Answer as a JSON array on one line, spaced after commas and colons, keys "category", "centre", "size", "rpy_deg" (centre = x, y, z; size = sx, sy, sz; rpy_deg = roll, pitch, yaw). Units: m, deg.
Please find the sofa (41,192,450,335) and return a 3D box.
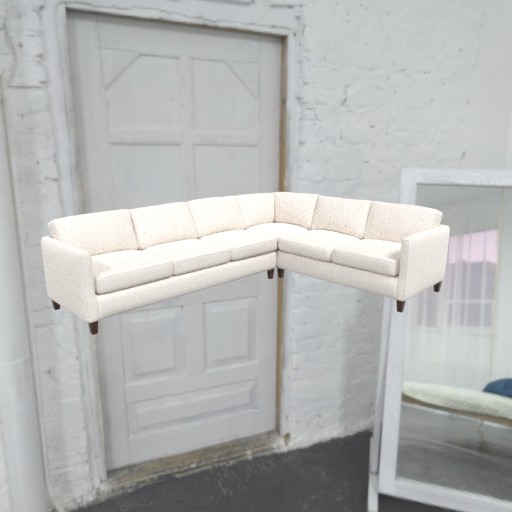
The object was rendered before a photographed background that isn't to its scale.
[{"category": "sofa", "centre": [0.000, 0.000, 4.484], "size": [3.302, 0.947, 2.593], "rpy_deg": [-14, 20, -43]}]
